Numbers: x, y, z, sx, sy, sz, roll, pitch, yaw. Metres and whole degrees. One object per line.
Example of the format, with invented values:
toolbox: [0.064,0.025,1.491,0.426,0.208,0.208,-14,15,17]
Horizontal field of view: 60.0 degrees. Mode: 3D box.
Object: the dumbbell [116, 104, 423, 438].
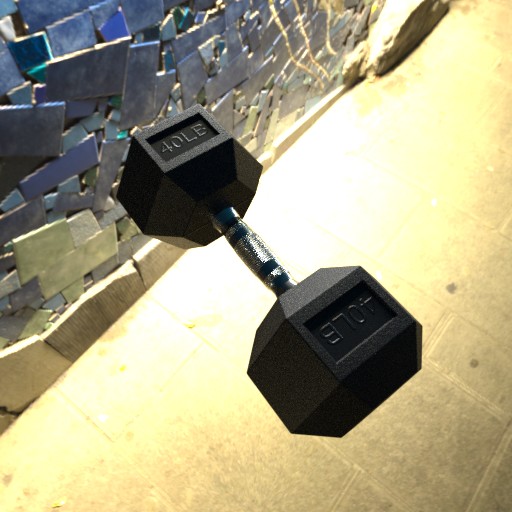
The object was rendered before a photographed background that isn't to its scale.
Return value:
dumbbell: [0.000,0.000,0.451,0.157,0.137,0.361,-33,65,-18]
